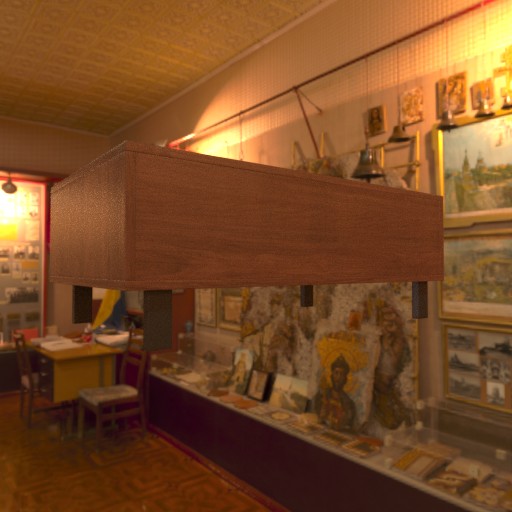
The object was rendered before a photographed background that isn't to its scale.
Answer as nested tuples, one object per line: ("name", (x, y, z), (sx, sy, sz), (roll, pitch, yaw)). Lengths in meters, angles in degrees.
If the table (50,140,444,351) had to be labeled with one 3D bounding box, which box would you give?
("table", (0.000, 0.000, 1.321), (1.020, 0.380, 0.600), (1, -2, -37))
